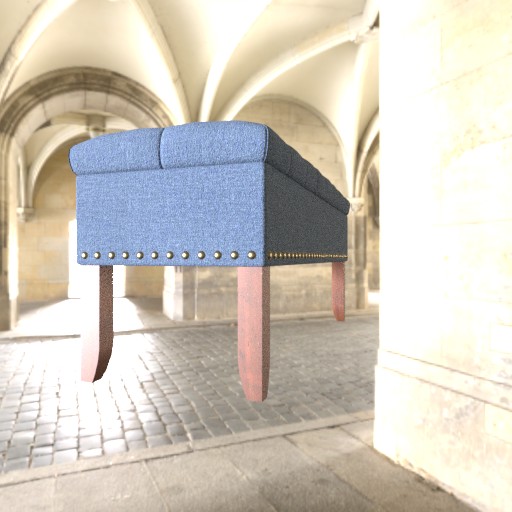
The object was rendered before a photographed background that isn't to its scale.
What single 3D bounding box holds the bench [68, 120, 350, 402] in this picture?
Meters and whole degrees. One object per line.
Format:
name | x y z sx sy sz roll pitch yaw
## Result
bench | 0.000 0.000 1.281 0.417 0.492 1.052 0 0 19
